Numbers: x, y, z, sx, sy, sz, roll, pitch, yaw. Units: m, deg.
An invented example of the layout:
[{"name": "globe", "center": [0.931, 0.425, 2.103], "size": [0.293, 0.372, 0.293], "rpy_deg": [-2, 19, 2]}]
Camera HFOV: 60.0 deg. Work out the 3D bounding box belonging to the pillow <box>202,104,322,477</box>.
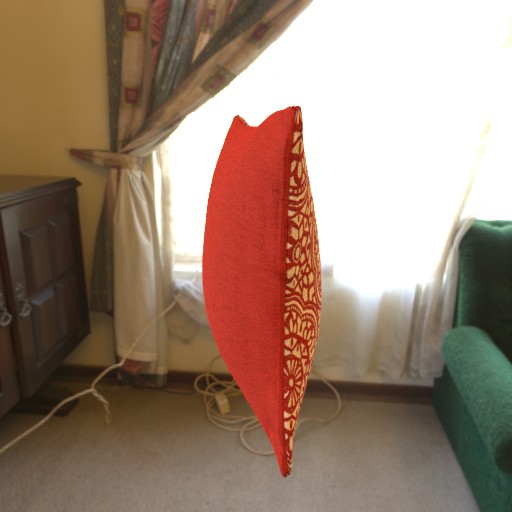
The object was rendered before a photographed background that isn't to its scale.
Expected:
[{"name": "pillow", "center": [0.000, 0.000, 0.671], "size": [0.162, 0.419, 0.438], "rpy_deg": [-3, 17, -9]}]
